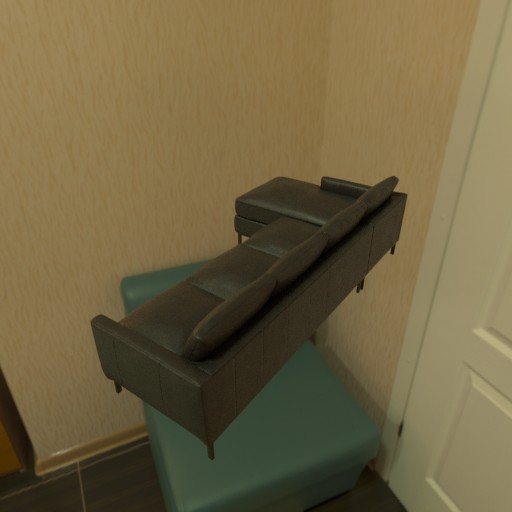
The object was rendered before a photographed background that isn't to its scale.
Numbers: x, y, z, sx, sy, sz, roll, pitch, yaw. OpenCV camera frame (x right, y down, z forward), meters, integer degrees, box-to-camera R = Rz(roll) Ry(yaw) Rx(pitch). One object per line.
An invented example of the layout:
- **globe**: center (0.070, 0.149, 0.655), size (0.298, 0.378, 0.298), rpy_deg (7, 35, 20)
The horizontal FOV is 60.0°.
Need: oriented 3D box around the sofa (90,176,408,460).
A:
- **sofa**: center (0.000, 0.000, 3.683), size (1.471, 0.859, 2.993), rpy_deg (20, 36, 30)
